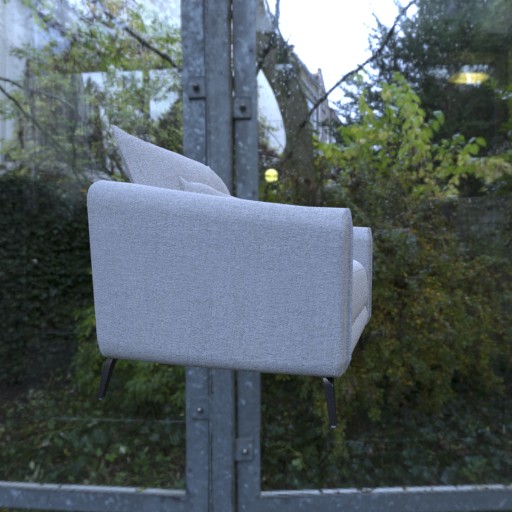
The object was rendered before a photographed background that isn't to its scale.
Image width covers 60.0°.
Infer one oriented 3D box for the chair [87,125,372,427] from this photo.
[{"bbox_3d":[0.000,0.000,1.667,0.801,0.856,1.029,0,0,18],"label":"chair"}]
